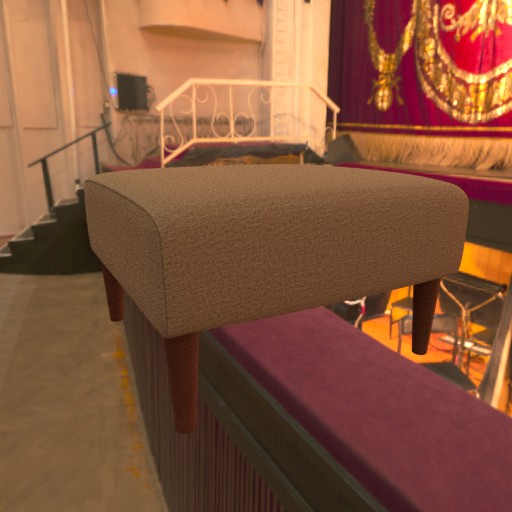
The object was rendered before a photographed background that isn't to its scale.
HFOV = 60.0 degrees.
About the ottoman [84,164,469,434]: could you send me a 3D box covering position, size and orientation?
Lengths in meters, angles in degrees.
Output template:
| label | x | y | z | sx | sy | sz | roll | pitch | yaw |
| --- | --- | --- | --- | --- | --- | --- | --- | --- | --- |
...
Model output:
| label | x | y | z | sx | sy | sz | roll | pitch | yaw |
| --- | --- | --- | --- | --- | --- | --- | --- | --- | --- |
| ottoman | 0.000 | 0.000 | 1.030 | 0.650 | 0.398 | 0.649 | -8 | 17 | -28 |
